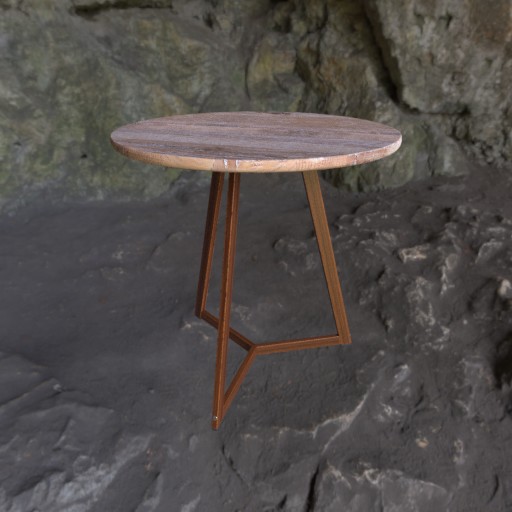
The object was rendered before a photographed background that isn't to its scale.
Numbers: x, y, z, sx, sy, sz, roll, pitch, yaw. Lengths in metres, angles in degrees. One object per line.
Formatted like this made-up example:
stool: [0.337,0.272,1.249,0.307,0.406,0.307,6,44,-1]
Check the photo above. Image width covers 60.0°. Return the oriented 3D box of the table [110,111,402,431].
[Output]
table: [0.000,0.000,0.896,0.500,0.500,0.500,0,25,0]
